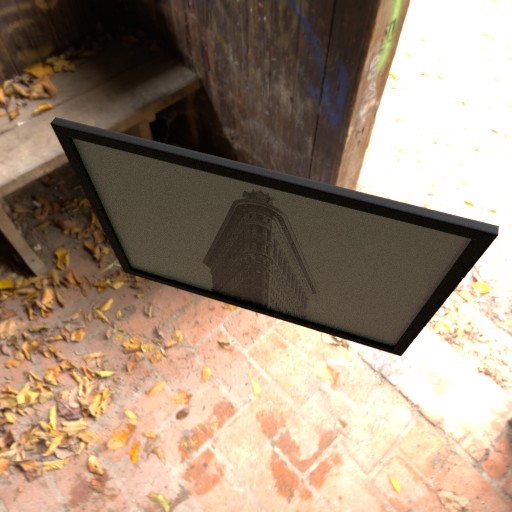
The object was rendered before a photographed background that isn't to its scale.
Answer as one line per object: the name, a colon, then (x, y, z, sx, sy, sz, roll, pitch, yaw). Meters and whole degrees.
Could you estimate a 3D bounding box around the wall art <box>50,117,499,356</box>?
wall art: (0.000, 0.000, 1.188, 0.958, 0.656, 0.026, 16, 59, 10)
